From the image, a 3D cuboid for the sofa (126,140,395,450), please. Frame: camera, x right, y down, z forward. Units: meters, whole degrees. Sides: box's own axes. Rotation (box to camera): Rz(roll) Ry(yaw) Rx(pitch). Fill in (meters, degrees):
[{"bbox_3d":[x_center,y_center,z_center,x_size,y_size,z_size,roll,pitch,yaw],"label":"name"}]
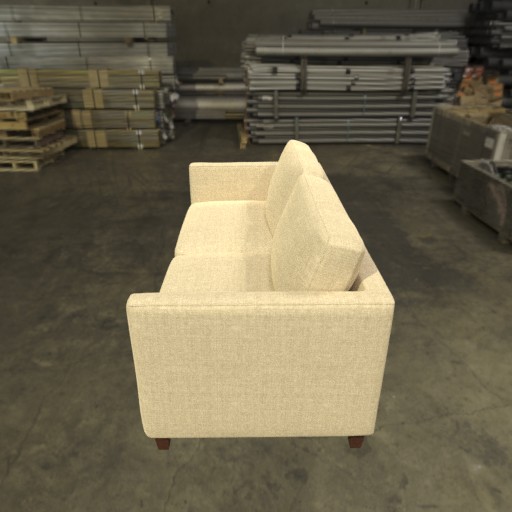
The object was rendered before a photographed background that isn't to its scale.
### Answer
[{"bbox_3d":[0.000,0.000,2.439,0.950,0.963,1.884,0,27,-1],"label":"sofa"}]
